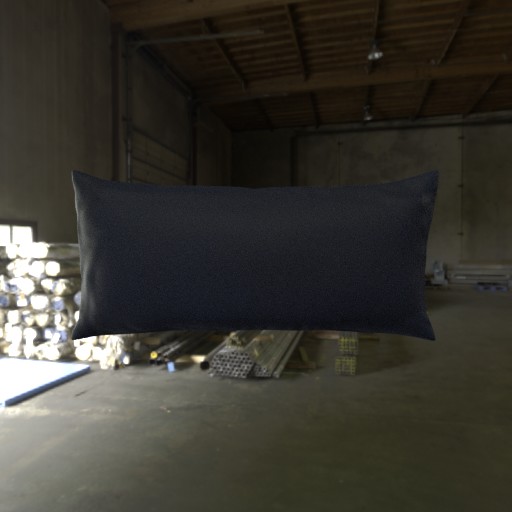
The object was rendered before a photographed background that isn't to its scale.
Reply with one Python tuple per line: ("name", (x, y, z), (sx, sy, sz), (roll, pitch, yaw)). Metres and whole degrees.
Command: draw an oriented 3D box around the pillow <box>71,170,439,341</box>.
("pillow", (0.000, 0.000, 0.738), (0.610, 0.287, 0.151), (0, 1, -2))
